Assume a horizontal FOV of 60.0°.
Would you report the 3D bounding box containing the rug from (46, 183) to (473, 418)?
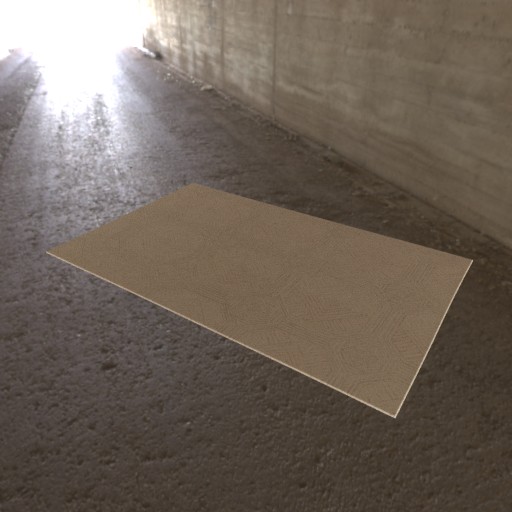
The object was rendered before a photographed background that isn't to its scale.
[{"bbox_3d":[0.000,0.000,2.980,2.440,0.008,1.524,19,36,29],"label":"rug"}]
